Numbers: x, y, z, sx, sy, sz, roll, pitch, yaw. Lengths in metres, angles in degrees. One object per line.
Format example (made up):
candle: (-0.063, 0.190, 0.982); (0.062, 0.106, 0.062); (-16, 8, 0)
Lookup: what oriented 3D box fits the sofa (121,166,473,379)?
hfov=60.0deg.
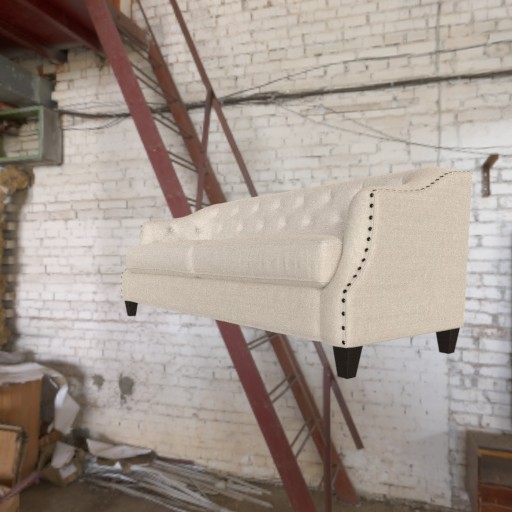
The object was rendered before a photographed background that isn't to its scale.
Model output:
sofa: (0.000, 0.000, 2.721); (0.914, 0.901, 2.235); (0, 0, -37)
